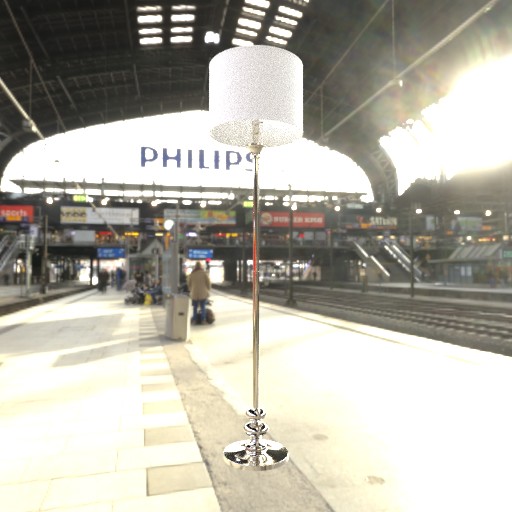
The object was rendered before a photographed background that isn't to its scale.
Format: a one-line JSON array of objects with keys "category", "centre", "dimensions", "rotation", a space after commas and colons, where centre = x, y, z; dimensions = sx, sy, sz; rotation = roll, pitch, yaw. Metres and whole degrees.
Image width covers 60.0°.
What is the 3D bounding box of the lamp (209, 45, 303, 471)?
[{"category": "lamp", "centre": [0.000, 0.000, 1.670], "dimensions": [0.356, 1.487, 0.356], "rotation": [1, -2, -17]}]
